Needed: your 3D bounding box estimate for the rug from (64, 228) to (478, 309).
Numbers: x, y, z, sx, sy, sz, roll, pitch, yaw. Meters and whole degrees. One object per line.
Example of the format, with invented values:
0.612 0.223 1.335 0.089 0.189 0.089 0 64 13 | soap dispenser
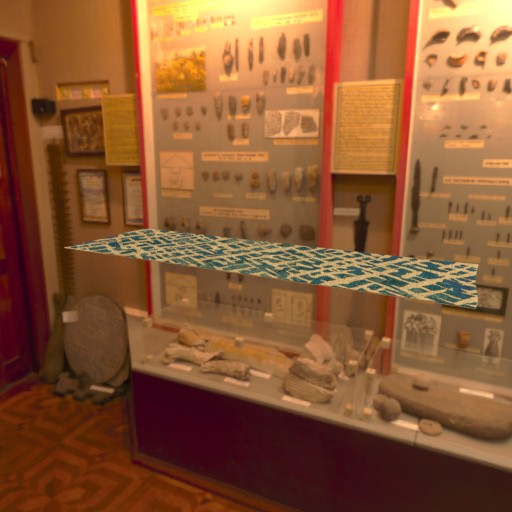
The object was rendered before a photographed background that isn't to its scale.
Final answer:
0.000 0.000 2.705 2.446 0.011 0.768 7 16 26 | rug
